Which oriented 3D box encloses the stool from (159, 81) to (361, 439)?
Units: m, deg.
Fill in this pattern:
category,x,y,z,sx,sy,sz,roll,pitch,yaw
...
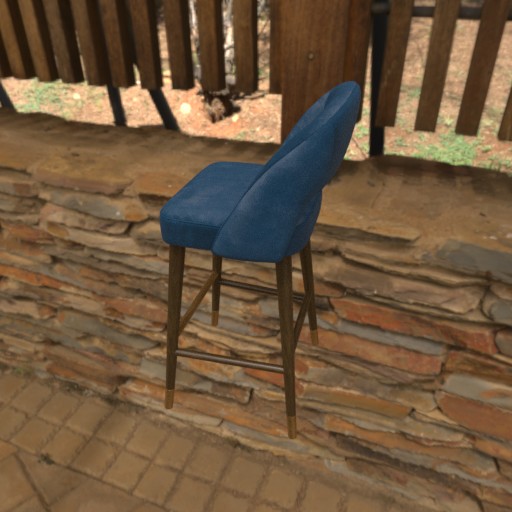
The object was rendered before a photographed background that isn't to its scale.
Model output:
category,x,y,z,sx,sy,sz,roll,pitch,yaw
stool,0.000,0.000,1.362,0.515,1.016,0.514,8,32,13
